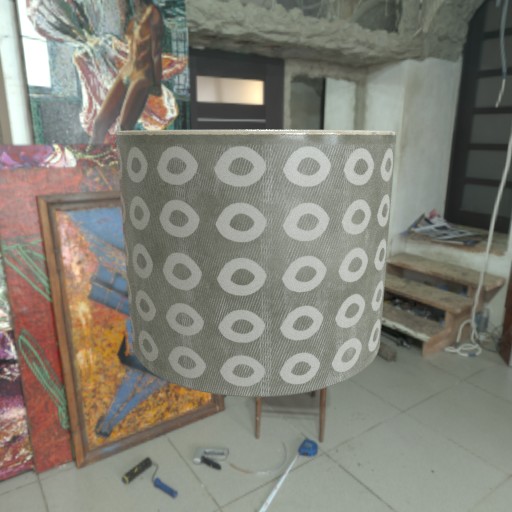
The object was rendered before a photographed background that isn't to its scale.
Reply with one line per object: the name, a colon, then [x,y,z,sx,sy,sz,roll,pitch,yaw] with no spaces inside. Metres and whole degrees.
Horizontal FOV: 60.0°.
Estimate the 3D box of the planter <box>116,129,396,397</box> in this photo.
planter: [0.000,0.000,0.443,0.250,0.239,0.250,0,15,0]
